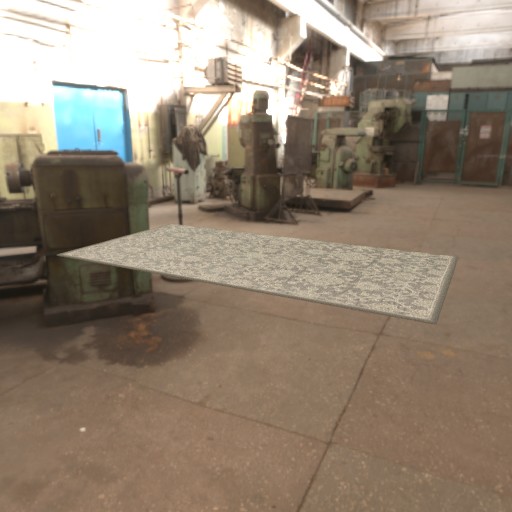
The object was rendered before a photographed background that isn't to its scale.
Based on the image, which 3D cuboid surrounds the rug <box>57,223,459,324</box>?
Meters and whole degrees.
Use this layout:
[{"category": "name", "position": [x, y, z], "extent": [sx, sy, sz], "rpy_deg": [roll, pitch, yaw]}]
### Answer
[{"category": "rug", "position": [0.000, 0.000, 3.766], "extent": [3.048, 0.011, 1.546], "rpy_deg": [8, 17, 27]}]
